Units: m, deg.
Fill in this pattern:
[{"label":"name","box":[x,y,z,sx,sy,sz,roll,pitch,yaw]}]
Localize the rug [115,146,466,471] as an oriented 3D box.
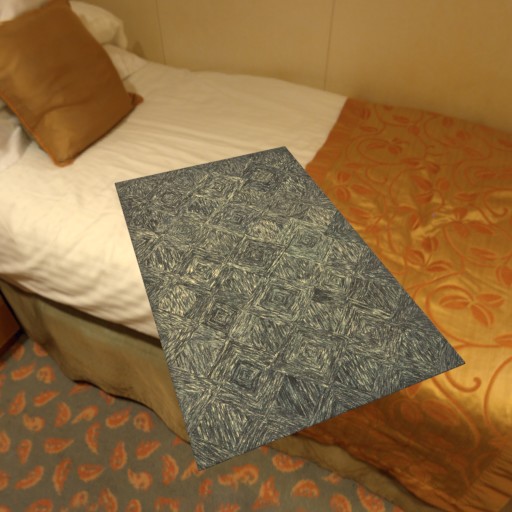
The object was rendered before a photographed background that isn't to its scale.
[{"label":"rug","box":[0.000,0.000,2.930,1.478,0.017,2.330,-16,47,-15]}]
